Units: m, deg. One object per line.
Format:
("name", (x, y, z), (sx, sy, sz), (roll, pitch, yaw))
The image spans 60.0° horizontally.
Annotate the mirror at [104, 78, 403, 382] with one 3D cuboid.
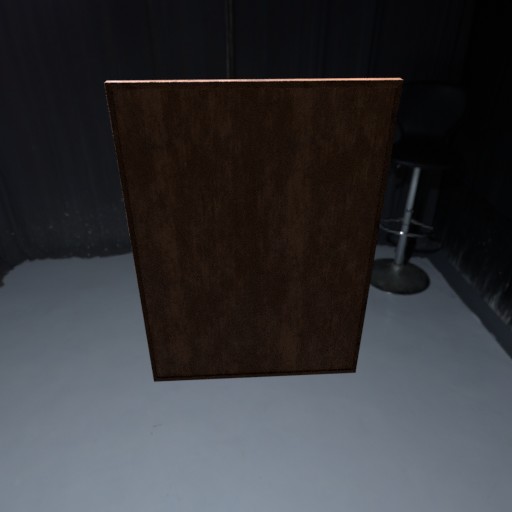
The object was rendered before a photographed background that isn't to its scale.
("mirror", (0.000, 0.000, 1.469), (0.796, 1.099, 0.028), (-2, 31, -3))
